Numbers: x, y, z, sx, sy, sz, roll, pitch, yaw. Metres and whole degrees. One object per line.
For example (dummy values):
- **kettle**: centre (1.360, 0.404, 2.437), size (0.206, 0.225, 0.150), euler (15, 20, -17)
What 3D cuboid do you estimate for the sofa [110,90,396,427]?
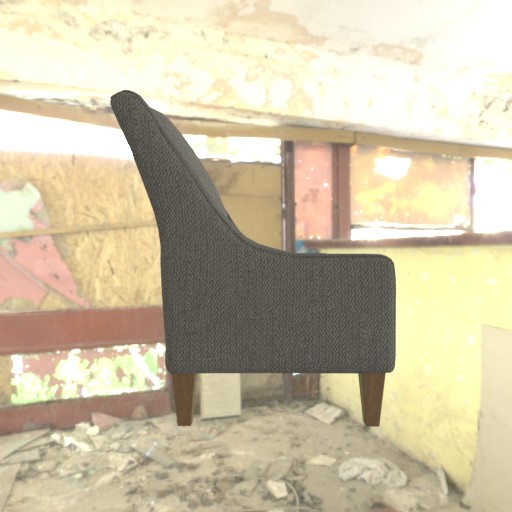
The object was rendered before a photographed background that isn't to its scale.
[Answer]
- **sofa**: centre (0.000, 0.000, 1.922), size (0.873, 1.022, 1.242), euler (0, 1, 0)
